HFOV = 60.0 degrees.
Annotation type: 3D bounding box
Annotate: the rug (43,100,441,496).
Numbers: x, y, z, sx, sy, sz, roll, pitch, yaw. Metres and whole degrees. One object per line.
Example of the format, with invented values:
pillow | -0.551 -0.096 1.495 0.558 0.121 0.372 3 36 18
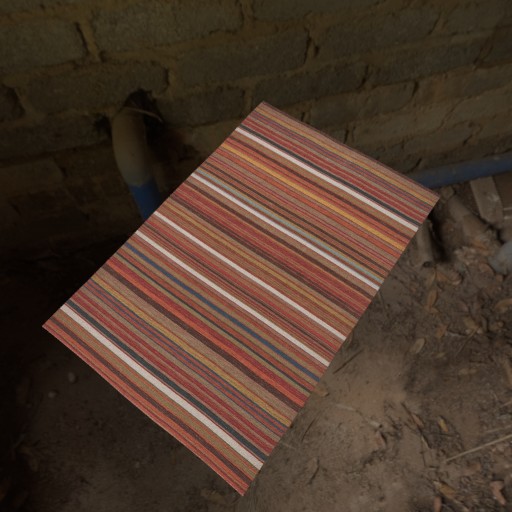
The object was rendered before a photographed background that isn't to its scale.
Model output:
rug | 0.000 0.000 2.298 1.217 0.007 1.828 33 68 15
